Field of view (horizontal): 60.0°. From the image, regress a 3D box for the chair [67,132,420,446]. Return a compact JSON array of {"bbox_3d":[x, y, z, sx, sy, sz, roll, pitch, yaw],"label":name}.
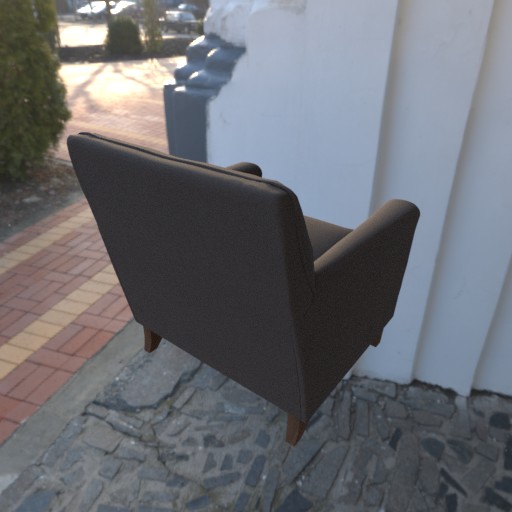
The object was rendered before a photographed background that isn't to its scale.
[{"bbox_3d":[0.000,0.000,1.577,0.836,0.911,0.831,21,36,33],"label":"chair"}]
